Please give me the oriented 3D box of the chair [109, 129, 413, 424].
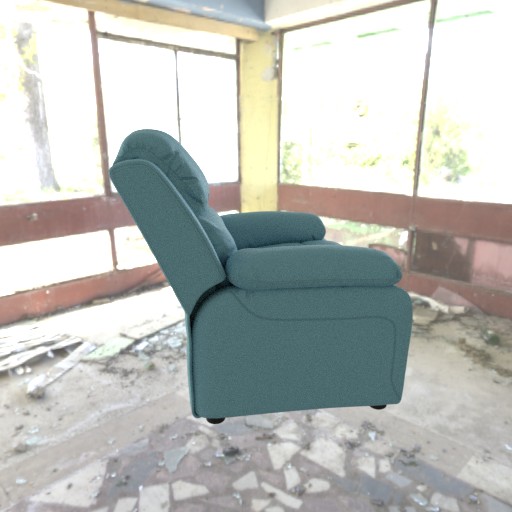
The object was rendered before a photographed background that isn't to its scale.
[{"bbox_3d":[0.000,0.000,1.278,0.709,0.702,0.680,-3,15,-9],"label":"chair"}]
